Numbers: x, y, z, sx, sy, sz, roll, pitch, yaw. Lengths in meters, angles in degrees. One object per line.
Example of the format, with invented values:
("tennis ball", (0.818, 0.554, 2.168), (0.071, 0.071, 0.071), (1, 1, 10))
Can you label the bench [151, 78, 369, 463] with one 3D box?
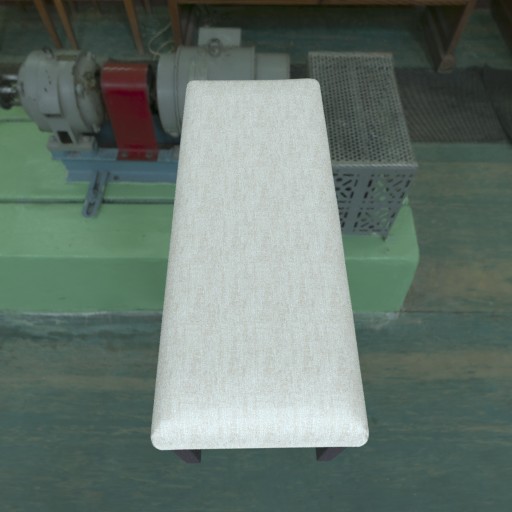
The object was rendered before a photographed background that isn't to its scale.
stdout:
("bench", (0.000, 0.000, 1.219), (0.407, 0.456, 1.013), (-1, 58, 0))
